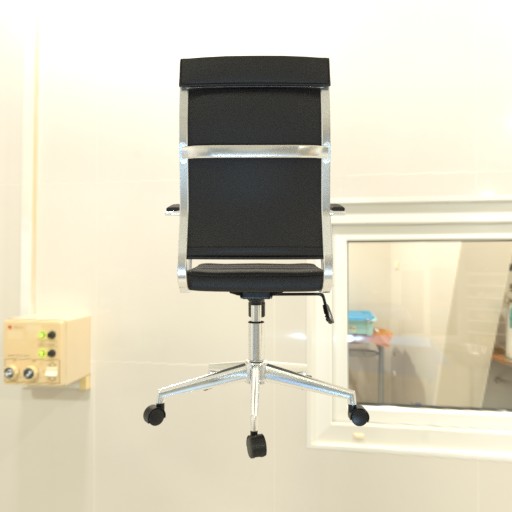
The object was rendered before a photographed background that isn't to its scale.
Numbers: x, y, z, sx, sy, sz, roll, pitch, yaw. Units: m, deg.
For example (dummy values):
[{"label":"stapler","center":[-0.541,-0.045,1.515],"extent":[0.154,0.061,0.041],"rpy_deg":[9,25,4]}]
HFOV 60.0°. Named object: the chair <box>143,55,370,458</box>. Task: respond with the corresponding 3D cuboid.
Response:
[{"label":"chair","center":[0.000,0.000,1.598],"extent":[0.766,1.149,0.739],"rpy_deg":[0,-1,1]}]
